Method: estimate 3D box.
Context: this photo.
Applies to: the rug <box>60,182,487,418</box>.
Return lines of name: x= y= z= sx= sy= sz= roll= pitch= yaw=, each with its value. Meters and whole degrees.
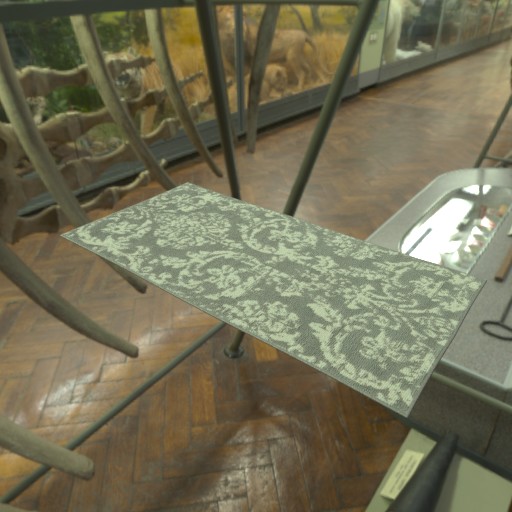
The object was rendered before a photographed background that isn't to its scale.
rug: x=0.000 y=0.000 z=1.391 sx=1.219 sy=0.007 sz=0.604 roll=22 pitch=38 yaw=31
